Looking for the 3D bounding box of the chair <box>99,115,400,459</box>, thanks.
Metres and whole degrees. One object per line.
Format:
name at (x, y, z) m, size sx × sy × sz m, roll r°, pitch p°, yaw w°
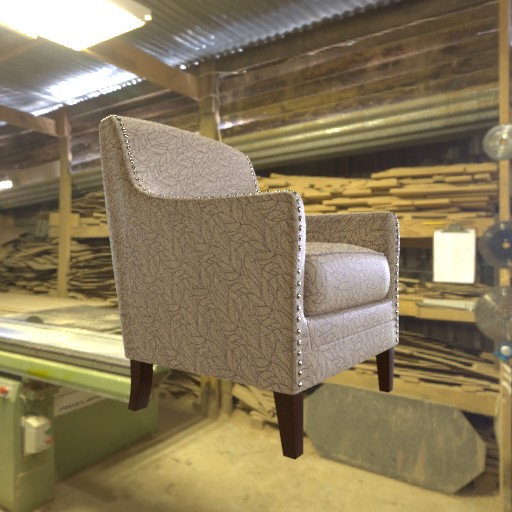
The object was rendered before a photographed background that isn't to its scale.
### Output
chair at (0.000, 0.000, 1.300) m, size 0.651 × 0.816 × 0.623 m, roll 0°, pitch 0°, yaw 36°
